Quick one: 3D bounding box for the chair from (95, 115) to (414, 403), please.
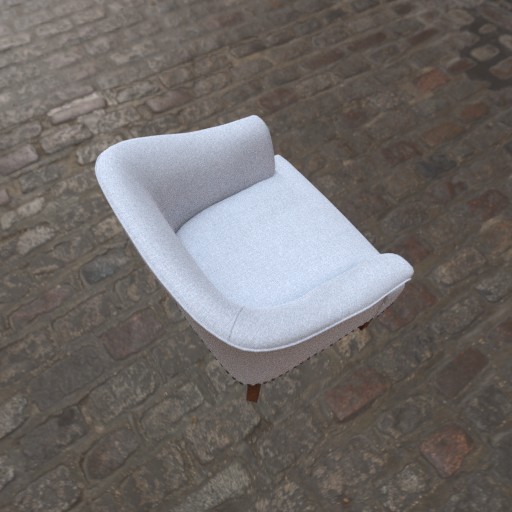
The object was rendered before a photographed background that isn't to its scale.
[{"bbox_3d":[0.000,0.000,1.458,0.704,0.815,0.798,-30,63,-17],"label":"chair"}]
